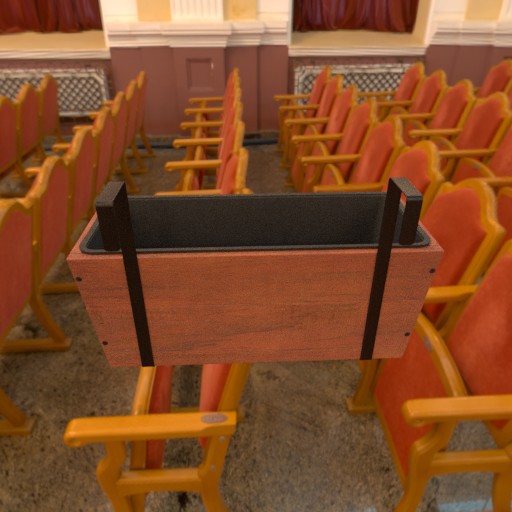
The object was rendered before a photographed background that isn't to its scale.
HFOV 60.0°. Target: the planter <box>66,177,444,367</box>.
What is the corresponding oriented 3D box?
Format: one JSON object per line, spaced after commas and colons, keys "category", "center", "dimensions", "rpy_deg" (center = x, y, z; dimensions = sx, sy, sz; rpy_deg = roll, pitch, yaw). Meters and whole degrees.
{"category": "planter", "center": [0.000, 0.000, 0.641], "dimensions": [0.480, 0.289, 0.262], "rpy_deg": [-1, 31, -2]}
